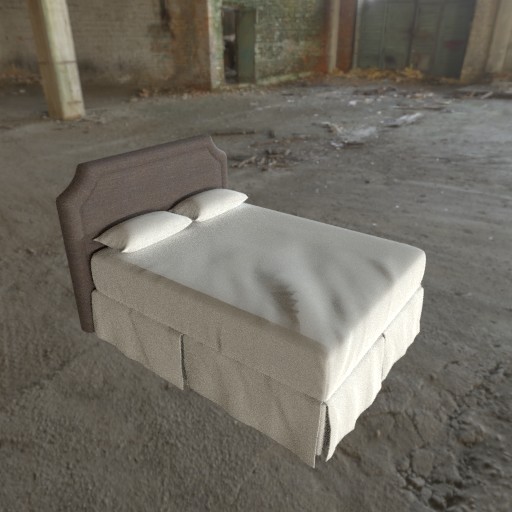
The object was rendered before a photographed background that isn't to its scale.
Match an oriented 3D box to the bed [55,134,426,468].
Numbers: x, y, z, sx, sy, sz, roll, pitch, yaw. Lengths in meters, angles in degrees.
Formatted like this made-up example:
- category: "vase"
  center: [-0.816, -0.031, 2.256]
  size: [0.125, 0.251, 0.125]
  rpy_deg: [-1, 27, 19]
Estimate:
- category: "bed"
  center: [0.000, 0.000, 3.186]
  size: [2.116, 1.290, 1.693]
  rpy_deg: [18, 32, 32]
